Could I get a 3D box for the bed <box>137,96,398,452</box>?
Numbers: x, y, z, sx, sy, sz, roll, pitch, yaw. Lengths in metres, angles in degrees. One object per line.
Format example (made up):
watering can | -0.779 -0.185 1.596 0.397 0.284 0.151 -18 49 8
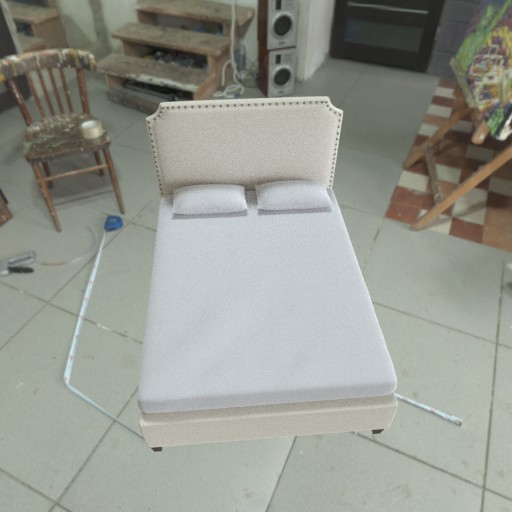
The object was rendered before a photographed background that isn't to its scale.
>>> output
bed | 0.000 0.000 3.468 1.712 1.497 2.372 -3 45 -3
